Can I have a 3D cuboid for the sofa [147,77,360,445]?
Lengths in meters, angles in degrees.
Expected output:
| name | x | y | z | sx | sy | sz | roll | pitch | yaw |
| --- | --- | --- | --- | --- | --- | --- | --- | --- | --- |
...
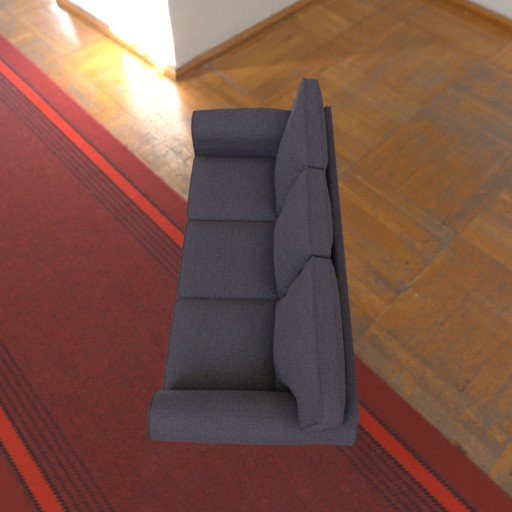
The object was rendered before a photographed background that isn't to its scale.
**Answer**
| name | x | y | z | sx | sy | sz | roll | pitch | yaw |
| --- | --- | --- | --- | --- | --- | --- | --- | --- | --- |
| sofa | 0.000 | 0.000 | 2.574 | 0.909 | 0.966 | 2.084 | 1 | 58 | 1 |
